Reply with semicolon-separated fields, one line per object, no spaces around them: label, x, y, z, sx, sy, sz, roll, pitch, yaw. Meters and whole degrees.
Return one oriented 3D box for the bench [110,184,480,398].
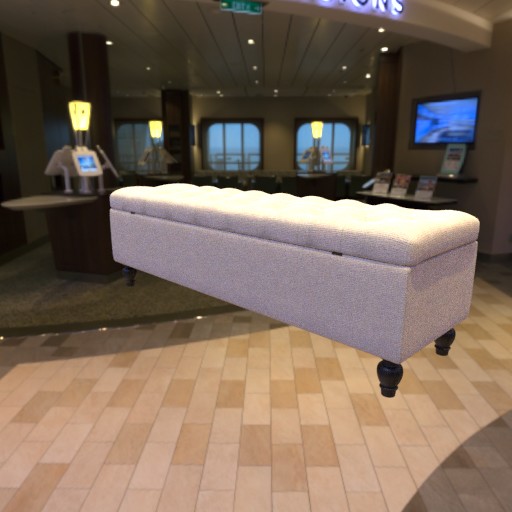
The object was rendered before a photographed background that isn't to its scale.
bench;0.000;0.000;1.720;0.455;0.467;1.480;-13;19;-43
